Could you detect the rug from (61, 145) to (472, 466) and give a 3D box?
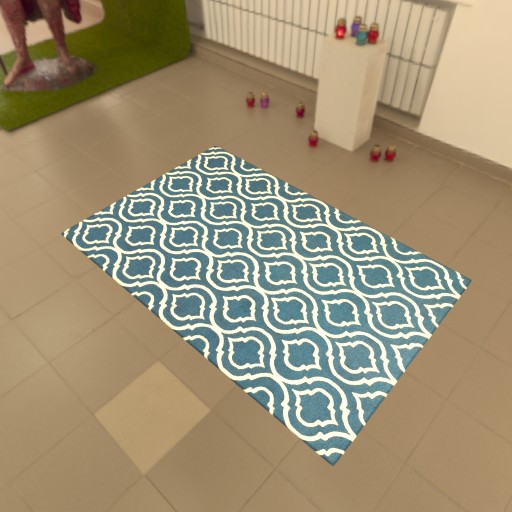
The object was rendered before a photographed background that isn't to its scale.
[{"bbox_3d":[0.000,0.000,2.232,1.753,0.010,1.143,33,54,28],"label":"rug"}]
